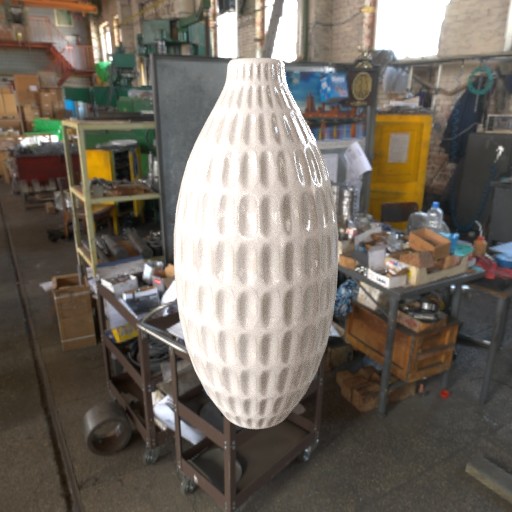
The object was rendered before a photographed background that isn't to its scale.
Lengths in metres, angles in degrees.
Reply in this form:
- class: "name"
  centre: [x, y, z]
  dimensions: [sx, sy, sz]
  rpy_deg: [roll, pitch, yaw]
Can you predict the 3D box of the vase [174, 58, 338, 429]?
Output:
- class: "vase"
  centre: [0.000, 0.000, 0.348]
  dimensions: [0.127, 0.282, 0.127]
  rpy_deg: [0, 19, 0]
